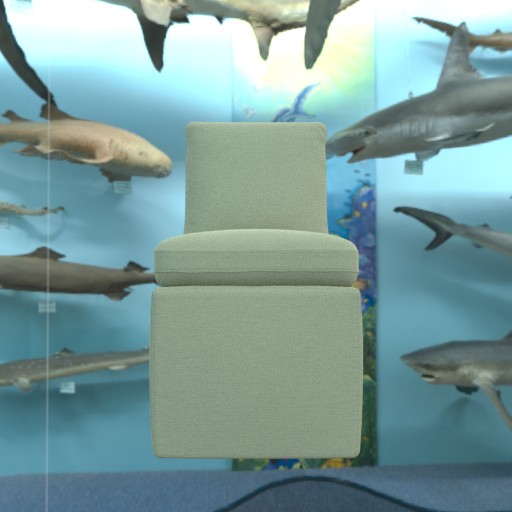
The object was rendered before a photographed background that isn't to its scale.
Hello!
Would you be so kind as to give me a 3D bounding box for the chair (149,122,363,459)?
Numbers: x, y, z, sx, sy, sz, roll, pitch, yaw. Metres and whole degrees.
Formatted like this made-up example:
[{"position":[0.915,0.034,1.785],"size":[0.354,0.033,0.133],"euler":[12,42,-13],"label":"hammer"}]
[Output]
[{"position":[0.000,0.000,1.329],"size":[0.503,0.927,0.698],"euler":[0,-1,0],"label":"chair"}]
